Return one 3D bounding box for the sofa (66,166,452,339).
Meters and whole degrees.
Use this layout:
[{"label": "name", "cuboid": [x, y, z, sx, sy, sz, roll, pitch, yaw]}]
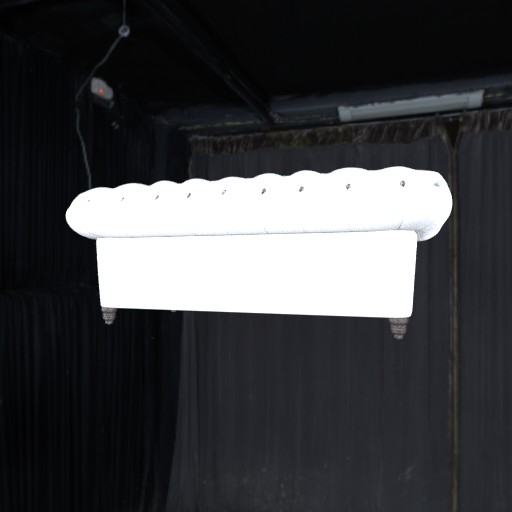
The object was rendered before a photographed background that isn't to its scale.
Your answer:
[{"label": "sofa", "cuboid": [0.000, 0.000, 2.500, 1.998, 0.764, 0.986, 0, -1, 19]}]
